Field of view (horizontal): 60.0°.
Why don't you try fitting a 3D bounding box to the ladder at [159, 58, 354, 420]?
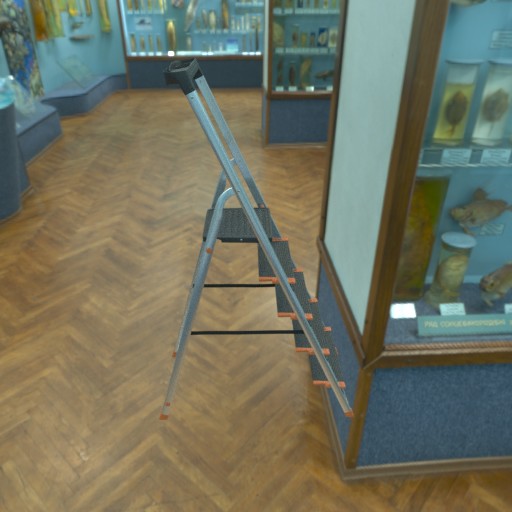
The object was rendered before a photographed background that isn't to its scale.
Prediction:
[{"bbox_3d":[0.000,0.000,2.047,0.995,1.646,0.480,-1,31,-1],"label":"ladder"}]
